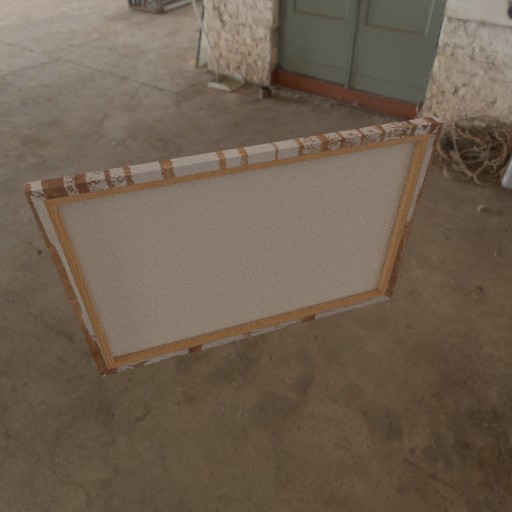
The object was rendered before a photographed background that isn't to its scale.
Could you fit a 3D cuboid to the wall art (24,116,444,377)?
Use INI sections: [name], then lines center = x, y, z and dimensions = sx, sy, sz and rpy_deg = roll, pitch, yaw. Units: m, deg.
[wall art]
center = 0.000, 0.000, 1.142
dimensions = 0.914, 0.609, 0.035
rpy_deg = -13, 44, -14
